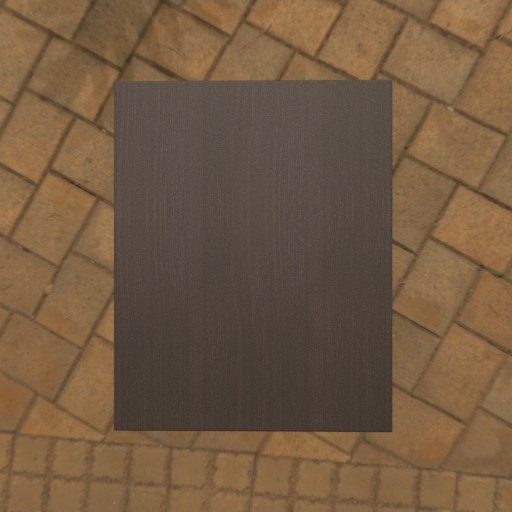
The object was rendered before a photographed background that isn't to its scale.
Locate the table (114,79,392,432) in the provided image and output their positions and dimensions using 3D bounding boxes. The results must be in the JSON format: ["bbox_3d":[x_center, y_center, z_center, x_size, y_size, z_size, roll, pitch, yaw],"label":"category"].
[{"bbox_3d":[0.000,0.000,0.923,0.381,0.635,0.480,0,90,1],"label":"table"}]
